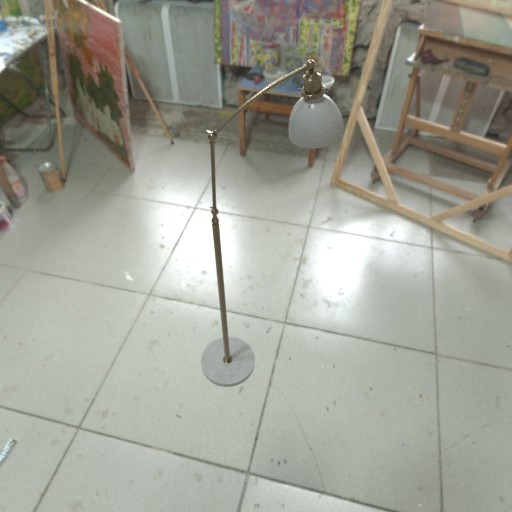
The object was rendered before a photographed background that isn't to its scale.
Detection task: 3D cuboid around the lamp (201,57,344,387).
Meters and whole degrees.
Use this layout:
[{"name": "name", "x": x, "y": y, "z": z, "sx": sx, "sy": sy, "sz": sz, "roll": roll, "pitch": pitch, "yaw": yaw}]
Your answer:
[{"name": "lamp", "x": 0.000, "y": 0.000, "z": 1.850, "sx": 0.599, "sy": 1.586, "sz": 0.288, "roll": -11, "pitch": 48, "yaw": -11}]
